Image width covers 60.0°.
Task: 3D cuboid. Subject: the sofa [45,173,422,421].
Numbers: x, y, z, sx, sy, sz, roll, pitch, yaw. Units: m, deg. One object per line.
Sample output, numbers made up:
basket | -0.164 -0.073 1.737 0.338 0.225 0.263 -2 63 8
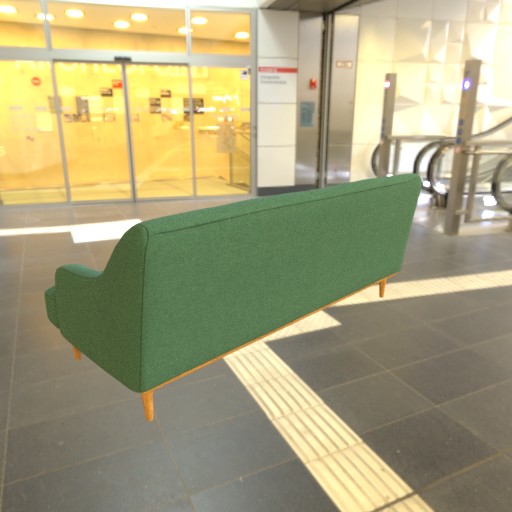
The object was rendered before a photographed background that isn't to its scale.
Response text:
sofa | 0.000 0.000 2.534 2.057 0.871 0.978 -17 24 -42
